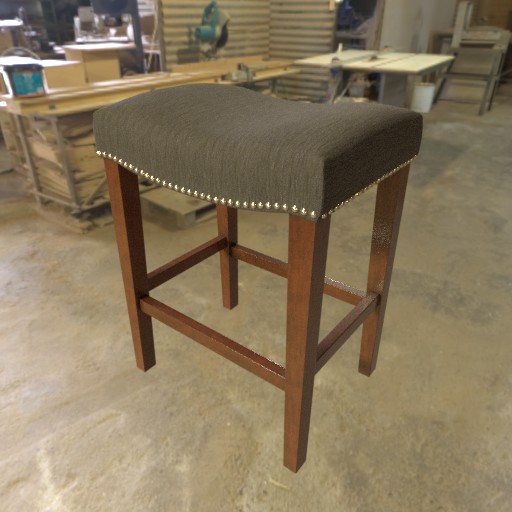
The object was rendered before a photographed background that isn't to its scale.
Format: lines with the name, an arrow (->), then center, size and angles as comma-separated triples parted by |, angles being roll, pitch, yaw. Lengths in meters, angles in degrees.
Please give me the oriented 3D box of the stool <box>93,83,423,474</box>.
stool -> 0.000, 0.000, 0.956 | 0.504, 0.654, 0.372 | 21, 36, 32
